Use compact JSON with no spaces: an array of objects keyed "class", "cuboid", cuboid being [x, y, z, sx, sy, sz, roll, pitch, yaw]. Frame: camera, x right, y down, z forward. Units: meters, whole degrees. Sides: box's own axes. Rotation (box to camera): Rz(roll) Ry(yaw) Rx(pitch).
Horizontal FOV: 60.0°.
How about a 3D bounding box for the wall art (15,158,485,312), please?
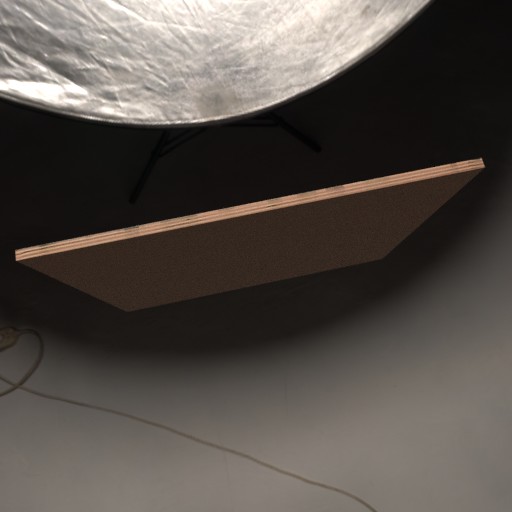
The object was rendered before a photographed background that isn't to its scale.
[{"class":"wall art","cuboid":[0.000,0.000,0.669,0.508,0.408,0.012,-12,76,-3]}]
